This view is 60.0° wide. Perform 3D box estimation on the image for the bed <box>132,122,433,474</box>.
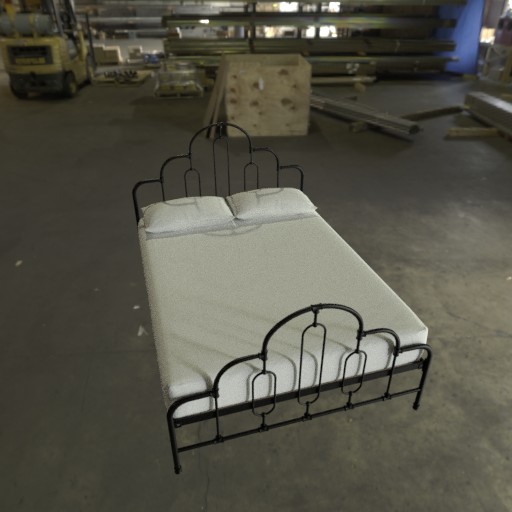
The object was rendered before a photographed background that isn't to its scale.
[{"bbox_3d":[0.000,0.000,3.283,1.626,1.444,2.181,-9,32,-14],"label":"bed"}]
